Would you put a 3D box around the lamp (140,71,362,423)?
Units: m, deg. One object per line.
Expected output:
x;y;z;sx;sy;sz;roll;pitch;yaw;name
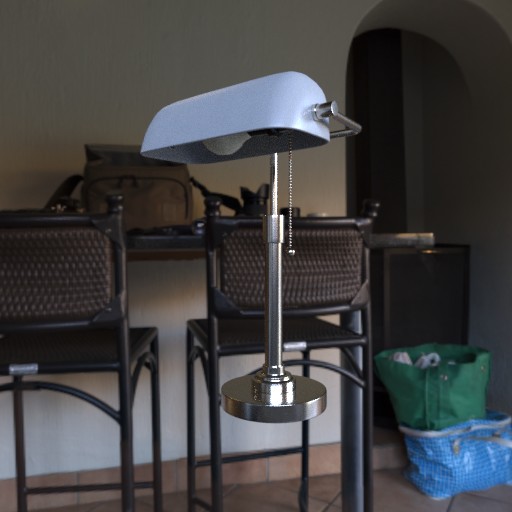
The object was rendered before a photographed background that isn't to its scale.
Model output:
0.000;0.000;0.571;0.269;0.404;0.227;0;0;36;lamp
